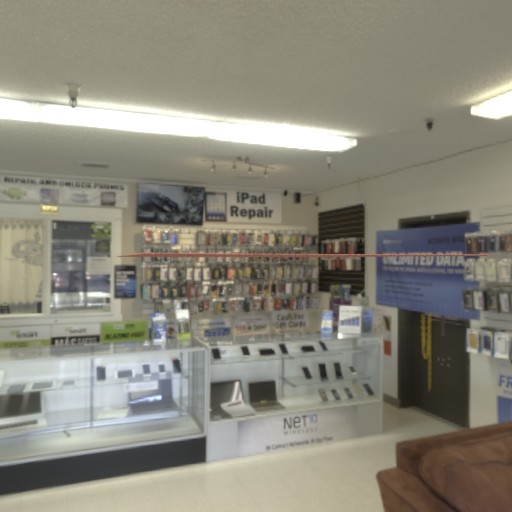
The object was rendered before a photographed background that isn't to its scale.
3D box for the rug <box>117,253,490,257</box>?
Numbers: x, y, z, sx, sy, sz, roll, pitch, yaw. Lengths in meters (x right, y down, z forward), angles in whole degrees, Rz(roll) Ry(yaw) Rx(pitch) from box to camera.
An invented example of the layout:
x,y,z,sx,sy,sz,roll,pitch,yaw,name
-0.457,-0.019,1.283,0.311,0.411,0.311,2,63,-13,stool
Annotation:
x,y,z,sx,sy,sz,roll,pitch,yaw,name
0.000,0.000,2.791,1.594,0.009,2.112,0,0,-20,rug
